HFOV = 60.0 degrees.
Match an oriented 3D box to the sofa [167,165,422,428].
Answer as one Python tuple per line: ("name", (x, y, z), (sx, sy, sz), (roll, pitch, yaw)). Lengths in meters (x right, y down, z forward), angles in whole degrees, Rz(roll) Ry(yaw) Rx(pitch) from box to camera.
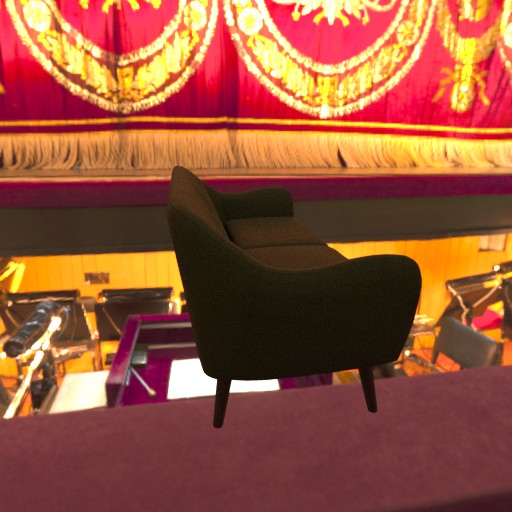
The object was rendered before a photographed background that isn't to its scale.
("sofa", (0.000, 0.000, 2.258), (0.820, 0.836, 1.840), (-3, 16, -9))
